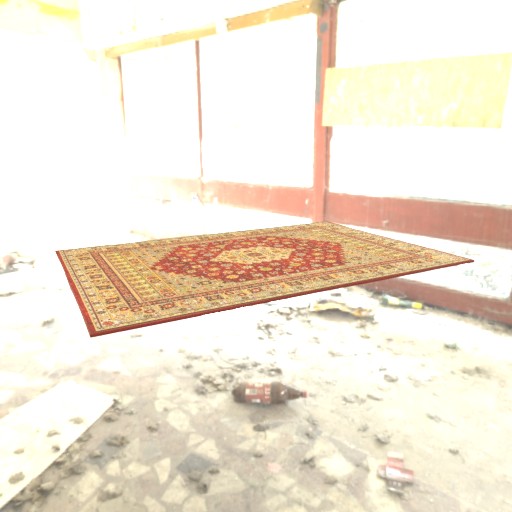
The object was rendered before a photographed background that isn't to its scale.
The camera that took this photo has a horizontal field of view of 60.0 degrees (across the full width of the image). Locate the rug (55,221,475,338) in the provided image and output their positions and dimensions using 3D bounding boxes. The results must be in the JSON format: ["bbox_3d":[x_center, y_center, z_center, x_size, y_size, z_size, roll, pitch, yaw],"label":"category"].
[{"bbox_3d":[0.000,0.000,2.275,1.802,0.013,1.194,-8,17,-27],"label":"rug"}]
